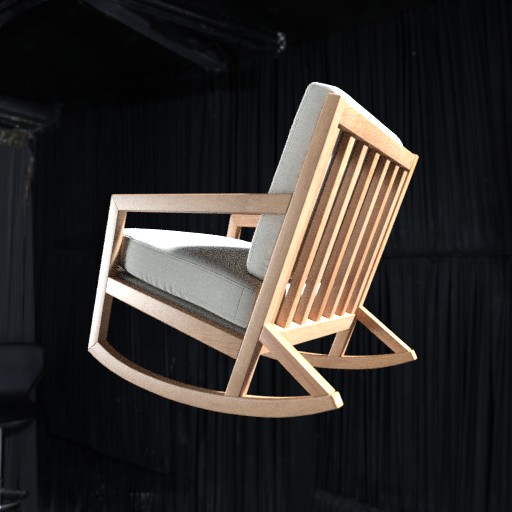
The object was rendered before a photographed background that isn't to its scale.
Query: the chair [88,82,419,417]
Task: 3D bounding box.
[{"bbox_3d":[0.000,0.000,1.417,0.857,0.790,0.622,-1,-2,34],"label":"chair"}]
